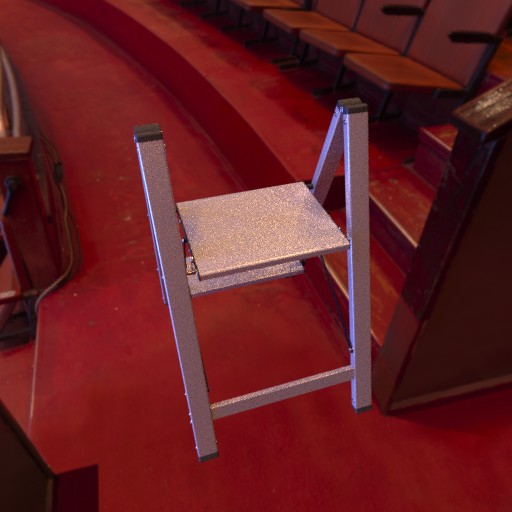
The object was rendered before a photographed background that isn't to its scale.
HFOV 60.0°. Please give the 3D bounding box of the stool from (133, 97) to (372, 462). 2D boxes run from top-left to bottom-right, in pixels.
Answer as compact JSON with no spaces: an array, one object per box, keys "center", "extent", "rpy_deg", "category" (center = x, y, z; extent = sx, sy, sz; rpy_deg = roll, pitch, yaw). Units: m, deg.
[{"center":[0.000,0.000,1.019],"extent":[0.440,0.670,0.535],"rpy_deg":[-12,42,-13],"category":"stool"}]
